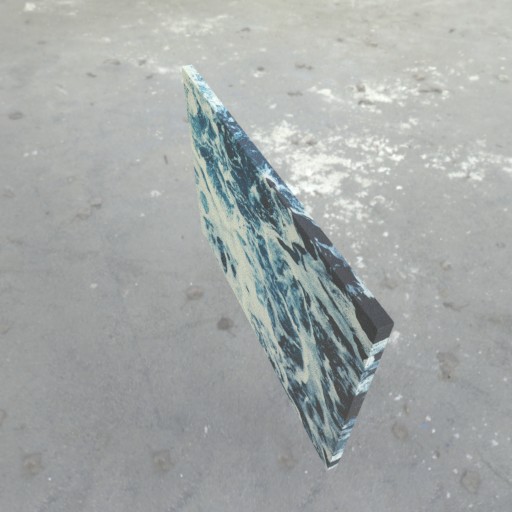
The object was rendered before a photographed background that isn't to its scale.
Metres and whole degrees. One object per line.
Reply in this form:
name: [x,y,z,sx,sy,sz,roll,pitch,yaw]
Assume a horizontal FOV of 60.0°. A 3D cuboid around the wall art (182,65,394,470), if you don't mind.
wall art: [0.000,0.000,1.886,0.055,1.017,1.524,-18,50,-16]
